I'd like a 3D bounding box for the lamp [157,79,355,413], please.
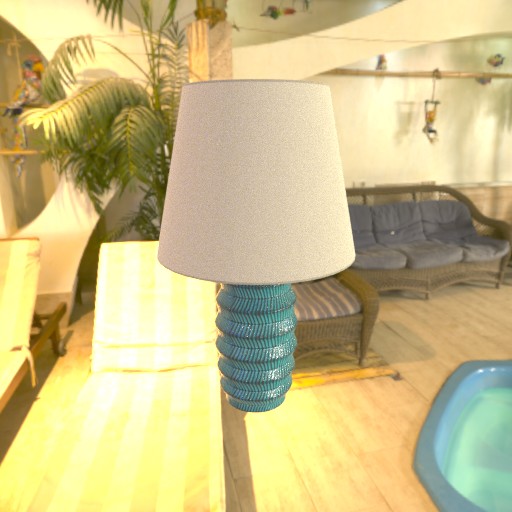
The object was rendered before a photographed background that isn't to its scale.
[{"bbox_3d":[0.000,0.000,0.811,0.355,0.582,0.355,0,16,0],"label":"lamp"}]
